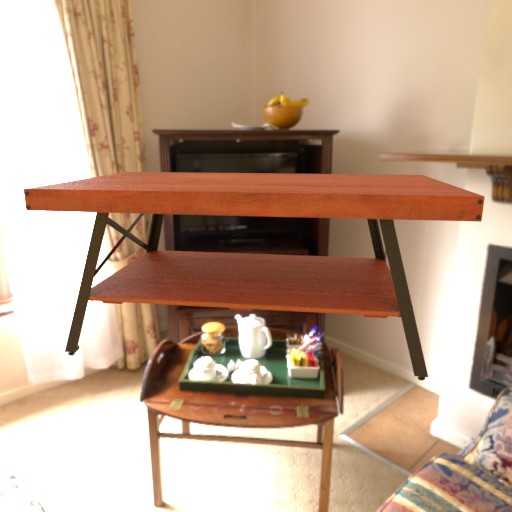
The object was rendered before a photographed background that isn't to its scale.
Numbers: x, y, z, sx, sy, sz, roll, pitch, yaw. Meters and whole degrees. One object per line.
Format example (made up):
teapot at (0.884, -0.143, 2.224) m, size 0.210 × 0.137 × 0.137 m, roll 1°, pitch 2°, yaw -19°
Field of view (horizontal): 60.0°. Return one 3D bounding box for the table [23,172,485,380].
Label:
table at (0.000, 0.000, 1.361) m, size 1.067 × 0.457 × 0.610 m, roll 2°, pitch 15°, yaw 8°
